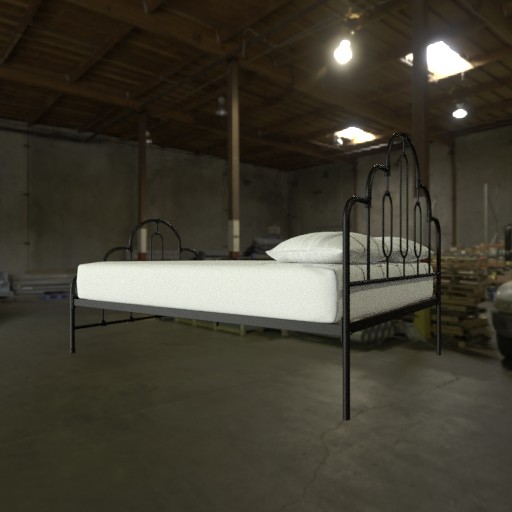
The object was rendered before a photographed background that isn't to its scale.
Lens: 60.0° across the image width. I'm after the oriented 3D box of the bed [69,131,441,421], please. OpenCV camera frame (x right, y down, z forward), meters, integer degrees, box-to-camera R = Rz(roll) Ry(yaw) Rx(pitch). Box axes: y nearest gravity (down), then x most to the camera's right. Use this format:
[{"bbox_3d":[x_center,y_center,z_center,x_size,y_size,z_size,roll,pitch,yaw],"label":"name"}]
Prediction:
[{"bbox_3d":[0.000,0.000,3.226,2.181,1.444,1.626,0,0,36],"label":"bed"}]
